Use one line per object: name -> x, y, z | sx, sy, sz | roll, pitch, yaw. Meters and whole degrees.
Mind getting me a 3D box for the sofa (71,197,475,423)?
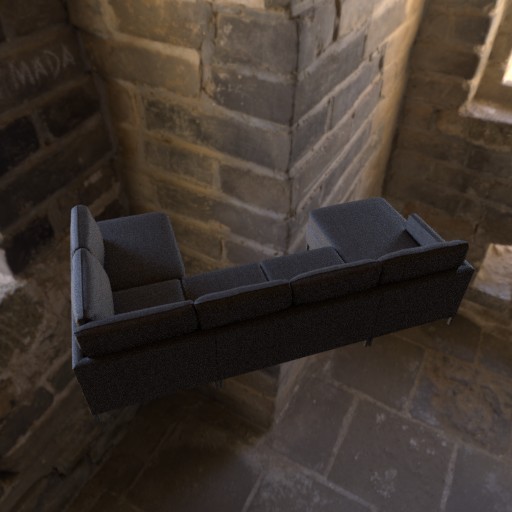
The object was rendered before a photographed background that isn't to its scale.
sofa -> 0.000, 0.000, 4.345 | 3.423, 0.999, 2.048 | -12, 41, -14
